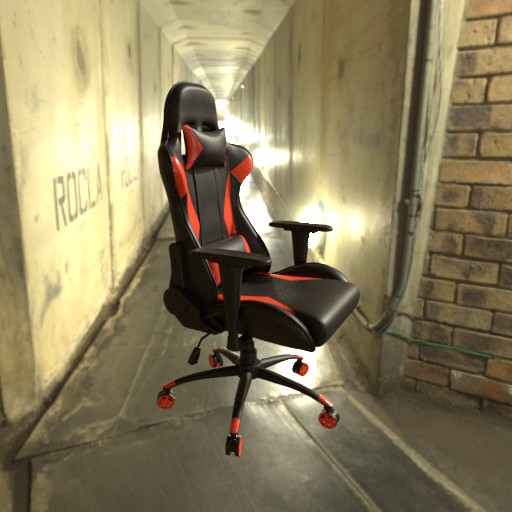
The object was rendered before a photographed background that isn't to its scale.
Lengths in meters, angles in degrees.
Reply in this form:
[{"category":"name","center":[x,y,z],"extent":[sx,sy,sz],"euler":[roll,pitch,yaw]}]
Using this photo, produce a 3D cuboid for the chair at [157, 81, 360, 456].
[{"category":"chair","center":[0.000,0.000,1.704],"extent":[0.730,1.282,0.695],"euler":[7,16,27]}]
